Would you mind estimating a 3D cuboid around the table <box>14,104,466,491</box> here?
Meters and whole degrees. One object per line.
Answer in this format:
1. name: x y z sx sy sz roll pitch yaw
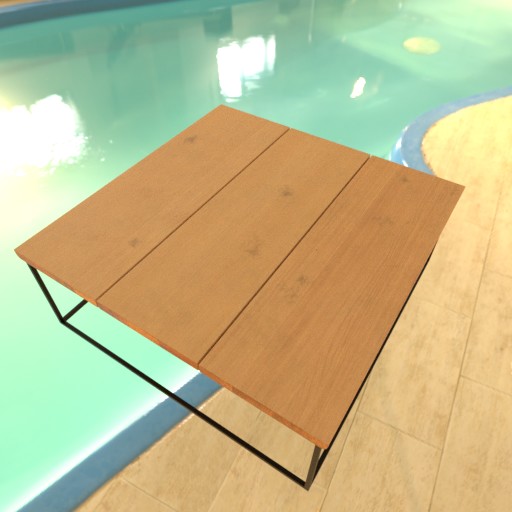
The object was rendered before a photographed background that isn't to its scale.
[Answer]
1. table: 0.000 0.000 1.646 1.100 0.400 1.100 26 52 22
